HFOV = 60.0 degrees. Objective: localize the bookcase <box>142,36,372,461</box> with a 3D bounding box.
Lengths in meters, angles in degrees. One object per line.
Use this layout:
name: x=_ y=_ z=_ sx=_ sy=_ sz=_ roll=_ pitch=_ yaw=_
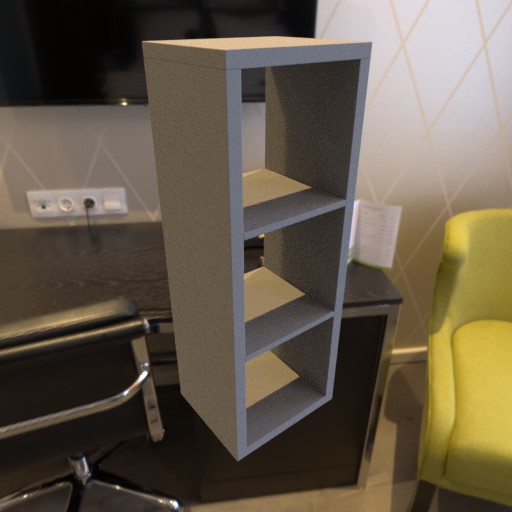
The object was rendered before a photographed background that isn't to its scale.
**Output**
bookcase: x=0.000 y=0.000 z=1.239 sx=0.390 sy=1.080 sz=0.330 roll=-20 pitch=35 yaw=-32
